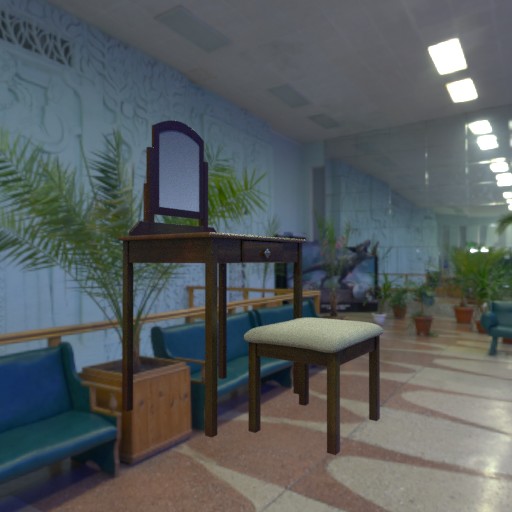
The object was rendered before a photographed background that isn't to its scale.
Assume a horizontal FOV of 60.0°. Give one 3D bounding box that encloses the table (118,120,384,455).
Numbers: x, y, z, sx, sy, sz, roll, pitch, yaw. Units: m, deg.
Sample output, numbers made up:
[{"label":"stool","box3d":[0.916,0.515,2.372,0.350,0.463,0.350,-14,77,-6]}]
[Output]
[{"label":"table","box3d":[0.000,0.000,2.352,1.211,1.631,0.876,0,-1,35]}]
